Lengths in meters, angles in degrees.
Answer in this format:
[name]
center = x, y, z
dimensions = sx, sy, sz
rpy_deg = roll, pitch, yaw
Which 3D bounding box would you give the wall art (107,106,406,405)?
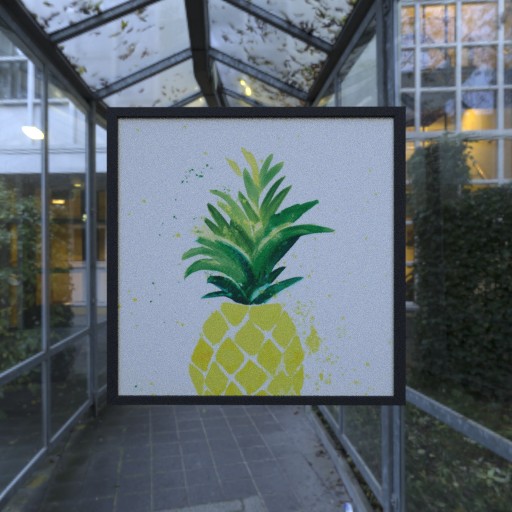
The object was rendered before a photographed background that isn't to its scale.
[wall art]
center = 0.000, 0.000, 0.468
dimensions = 0.305, 0.304, 0.033
rpy_deg = 0, 0, 0
